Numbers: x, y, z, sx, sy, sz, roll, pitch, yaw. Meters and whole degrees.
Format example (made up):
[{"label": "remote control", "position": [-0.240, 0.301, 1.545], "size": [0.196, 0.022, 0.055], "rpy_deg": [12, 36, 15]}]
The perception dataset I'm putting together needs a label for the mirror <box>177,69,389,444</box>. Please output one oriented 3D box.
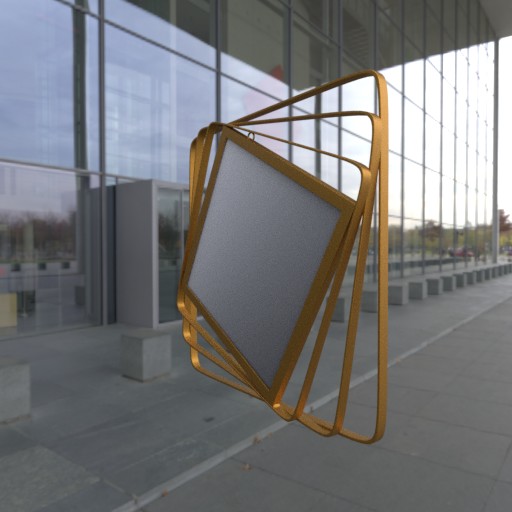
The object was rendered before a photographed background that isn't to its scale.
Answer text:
[{"label": "mirror", "position": [0.000, 0.000, 0.704], "size": [0.045, 0.468, 0.470], "rpy_deg": [-1, 1, -37]}]
